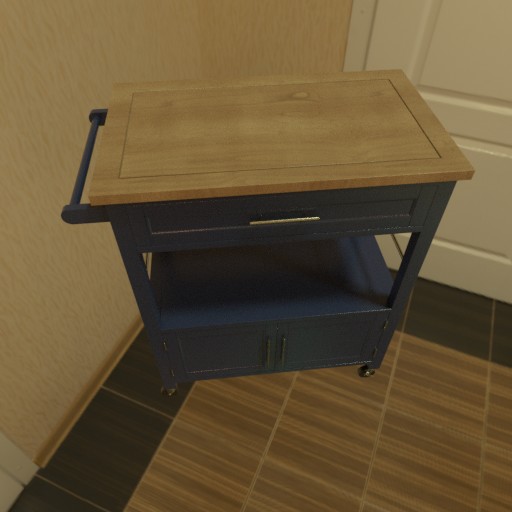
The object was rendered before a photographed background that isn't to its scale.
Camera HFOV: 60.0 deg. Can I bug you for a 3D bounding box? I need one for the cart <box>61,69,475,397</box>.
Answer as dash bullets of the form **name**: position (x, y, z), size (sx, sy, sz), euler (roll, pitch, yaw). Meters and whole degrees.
- **cart**: position (0.000, 0.000, 1.344), size (0.840, 0.901, 0.459), euler (-5, 47, -4)
